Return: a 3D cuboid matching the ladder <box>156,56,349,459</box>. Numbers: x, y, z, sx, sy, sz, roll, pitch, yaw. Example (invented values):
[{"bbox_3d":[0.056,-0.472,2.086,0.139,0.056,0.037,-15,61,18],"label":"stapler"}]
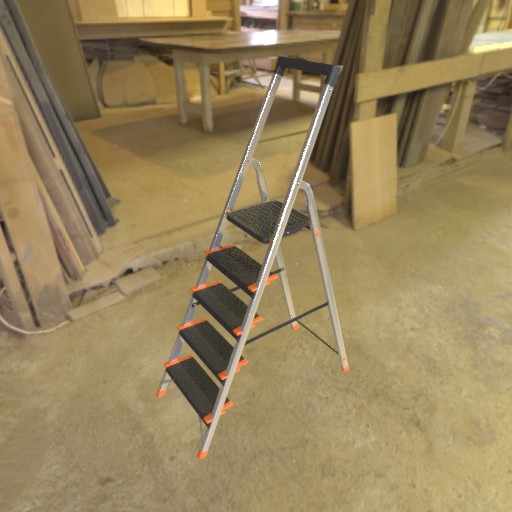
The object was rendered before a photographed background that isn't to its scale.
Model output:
[{"bbox_3d":[0.000,0.000,2.064,0.995,1.646,0.480,-20,36,-30],"label":"ladder"}]
